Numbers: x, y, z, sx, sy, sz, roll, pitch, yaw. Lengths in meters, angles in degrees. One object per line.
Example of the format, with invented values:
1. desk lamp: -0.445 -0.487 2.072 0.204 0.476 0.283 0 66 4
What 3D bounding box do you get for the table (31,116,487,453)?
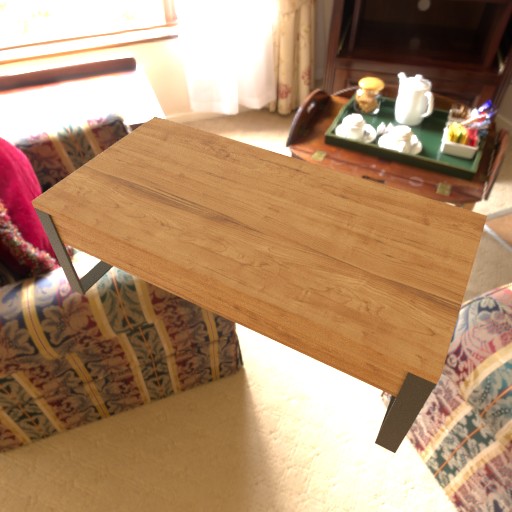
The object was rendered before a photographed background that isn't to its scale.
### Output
1. table: 0.000 0.000 1.422 1.180 0.400 0.590 22 49 20
